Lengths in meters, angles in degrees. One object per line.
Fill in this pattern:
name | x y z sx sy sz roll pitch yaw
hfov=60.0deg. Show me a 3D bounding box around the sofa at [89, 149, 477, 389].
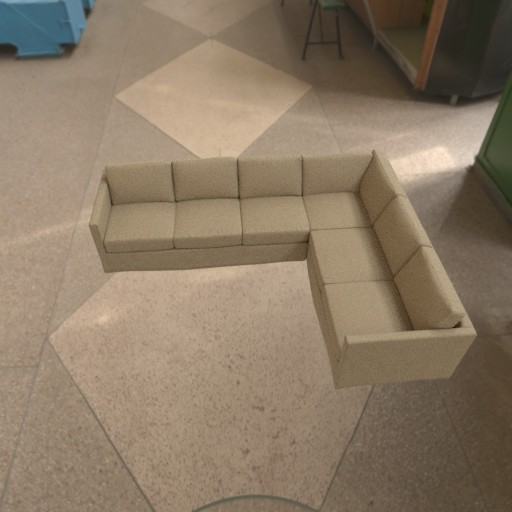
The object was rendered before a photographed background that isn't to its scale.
sofa | 0.000 0.000 4.278 3.182 0.871 2.432 -3 46 -3
